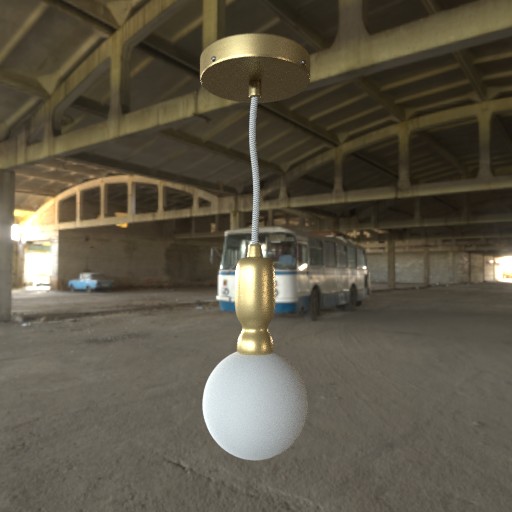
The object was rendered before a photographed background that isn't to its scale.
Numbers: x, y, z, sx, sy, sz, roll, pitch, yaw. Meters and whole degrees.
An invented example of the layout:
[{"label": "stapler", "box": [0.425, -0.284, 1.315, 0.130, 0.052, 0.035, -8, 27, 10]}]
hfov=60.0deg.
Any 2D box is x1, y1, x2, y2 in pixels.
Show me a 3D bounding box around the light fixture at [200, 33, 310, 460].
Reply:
[{"label": "light fixture", "box": [0.000, 0.000, 0.572, 0.146, 0.510, 0.147, -1, -2, 36]}]
